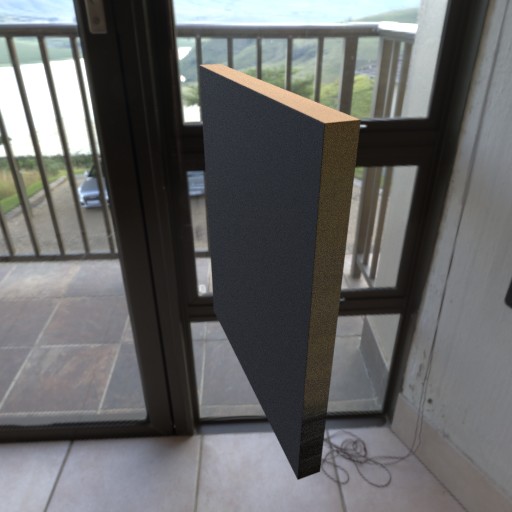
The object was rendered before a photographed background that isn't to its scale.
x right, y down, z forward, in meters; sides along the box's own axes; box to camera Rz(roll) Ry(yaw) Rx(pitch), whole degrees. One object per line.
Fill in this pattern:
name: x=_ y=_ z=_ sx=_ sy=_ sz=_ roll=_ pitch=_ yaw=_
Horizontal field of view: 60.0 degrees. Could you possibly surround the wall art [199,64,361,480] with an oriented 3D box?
wall art: x=0.000 y=0.000 z=0.699 sx=0.037 sy=0.511 sz=0.435 roll=-11 pitch=32 yaw=-18
